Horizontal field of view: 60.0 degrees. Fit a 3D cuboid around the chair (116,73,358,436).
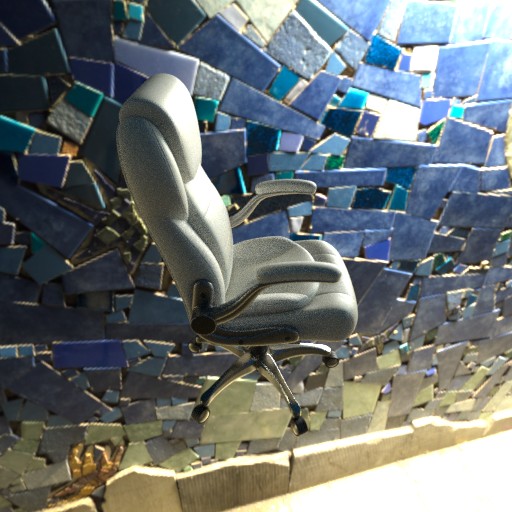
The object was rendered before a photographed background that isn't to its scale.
[{"bbox_3d":[0.000,0.000,1.782,0.806,1.330,0.755,0,33,0],"label":"chair"}]
